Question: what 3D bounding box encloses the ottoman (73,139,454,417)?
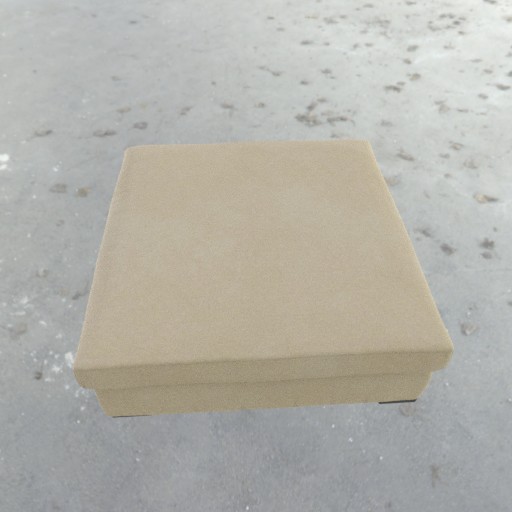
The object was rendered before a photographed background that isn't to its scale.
[{"bbox_3d":[0.000,0.000,1.855,1.205,0.522,1.190,-2,48,-2],"label":"ottoman"}]
